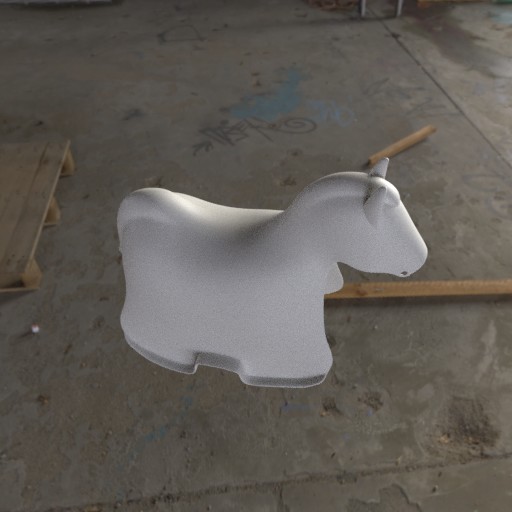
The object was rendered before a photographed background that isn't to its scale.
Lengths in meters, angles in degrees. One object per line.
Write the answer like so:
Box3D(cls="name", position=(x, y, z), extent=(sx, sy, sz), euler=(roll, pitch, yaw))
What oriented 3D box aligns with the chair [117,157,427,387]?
Box3D(cls="chair", position=(0.000, 0.000, 1.151), extent=(0.800, 0.612, 0.429), euler=(10, 47, 9))
